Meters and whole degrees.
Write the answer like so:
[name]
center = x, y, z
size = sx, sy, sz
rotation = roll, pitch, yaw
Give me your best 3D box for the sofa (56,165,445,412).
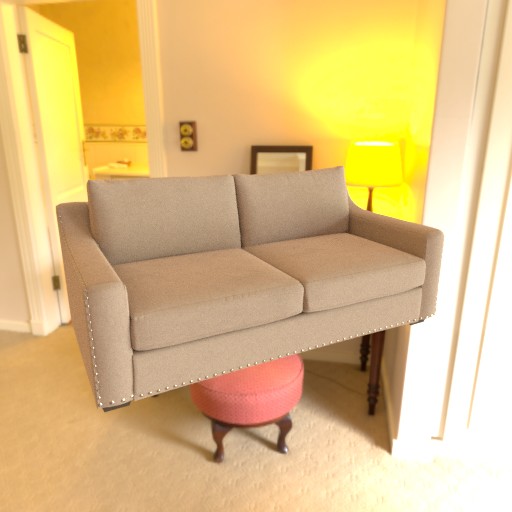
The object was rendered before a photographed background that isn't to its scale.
[sofa]
center = 0.000, 0.000, 2.535
size = 1.967, 0.901, 1.030
rotation = -9, 19, -27
